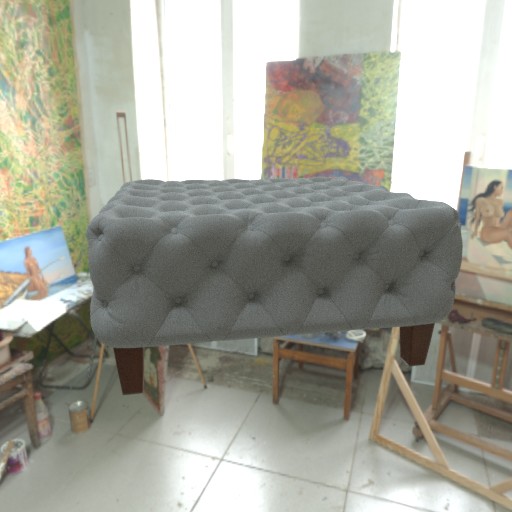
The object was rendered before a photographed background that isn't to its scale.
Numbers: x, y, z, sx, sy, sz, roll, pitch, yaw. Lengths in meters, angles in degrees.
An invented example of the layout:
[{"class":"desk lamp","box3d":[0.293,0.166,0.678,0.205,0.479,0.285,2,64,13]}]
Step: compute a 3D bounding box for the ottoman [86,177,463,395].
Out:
[{"class":"ottoman","box3d":[0.000,0.000,1.439,0.917,0.439,0.911,-3,16,-10]}]
